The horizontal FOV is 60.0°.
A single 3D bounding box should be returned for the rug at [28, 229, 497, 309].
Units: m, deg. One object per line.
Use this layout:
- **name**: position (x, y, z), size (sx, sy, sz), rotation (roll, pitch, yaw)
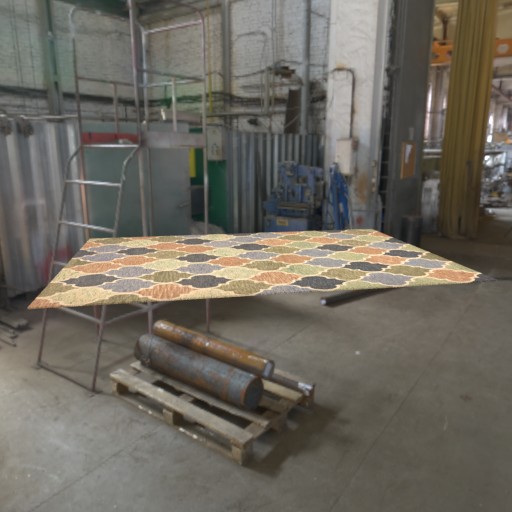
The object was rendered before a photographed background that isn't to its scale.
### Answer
- **rug**: position (0.000, 0.000, 2.272), size (1.828, 0.006, 1.216), rotation (-2, 14, -10)
